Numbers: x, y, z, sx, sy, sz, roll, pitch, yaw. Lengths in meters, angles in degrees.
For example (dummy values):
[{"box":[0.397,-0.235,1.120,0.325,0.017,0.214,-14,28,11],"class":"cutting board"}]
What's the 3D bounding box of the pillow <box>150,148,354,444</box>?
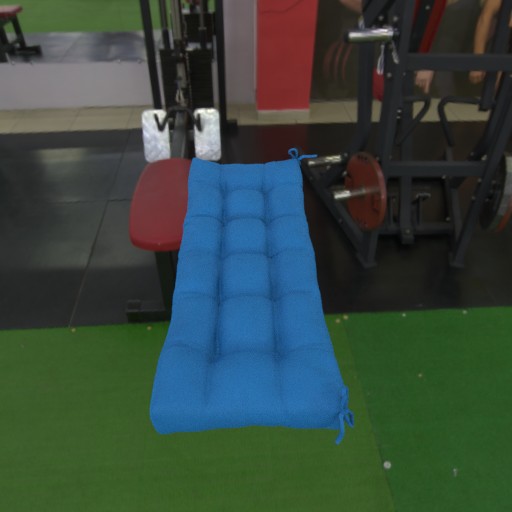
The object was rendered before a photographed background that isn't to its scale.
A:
[{"box":[0.000,0.000,1.394,0.511,0.174,1.194,-1,41,-1],"class":"pillow"}]
